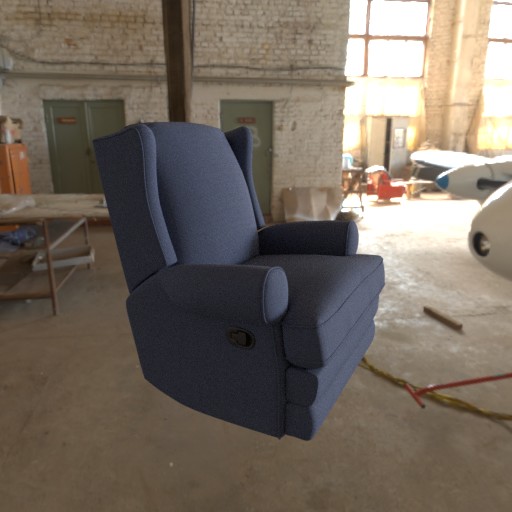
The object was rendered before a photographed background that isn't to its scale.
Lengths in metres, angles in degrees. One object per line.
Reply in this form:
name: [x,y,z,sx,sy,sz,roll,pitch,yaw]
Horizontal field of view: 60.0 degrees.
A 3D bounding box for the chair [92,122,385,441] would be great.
chair: [0.000,0.000,1.751,0.877,1.020,0.971,8,18,27]
